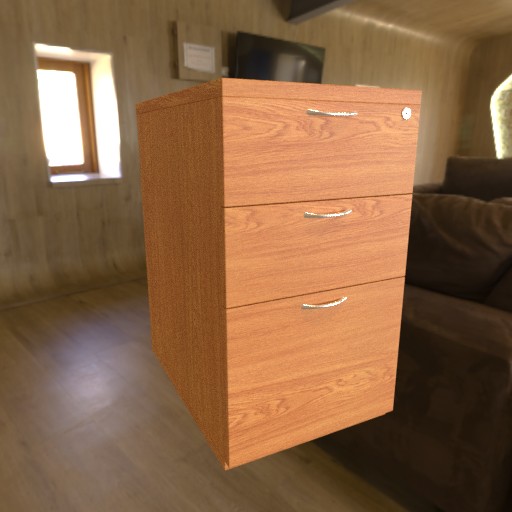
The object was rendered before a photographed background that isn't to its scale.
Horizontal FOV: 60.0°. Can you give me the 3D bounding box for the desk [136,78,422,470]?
[{"bbox_3d":[0.000,0.000,1.084,0.404,0.730,0.600,-7,17,-26],"label":"desk"}]
